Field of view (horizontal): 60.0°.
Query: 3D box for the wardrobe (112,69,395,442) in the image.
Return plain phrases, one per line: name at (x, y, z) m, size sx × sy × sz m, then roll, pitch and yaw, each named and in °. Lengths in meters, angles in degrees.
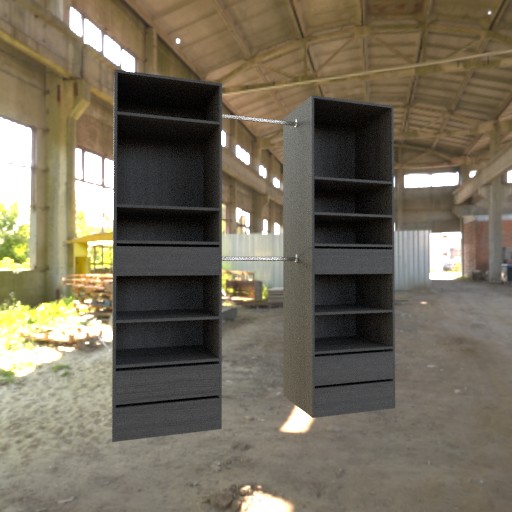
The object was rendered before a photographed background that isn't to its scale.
wardrobe at (0.000, 0.000, 2.883) m, size 1.770 × 2.000 × 0.480 m, roll 0°, pitch -1°, yaw -18°
